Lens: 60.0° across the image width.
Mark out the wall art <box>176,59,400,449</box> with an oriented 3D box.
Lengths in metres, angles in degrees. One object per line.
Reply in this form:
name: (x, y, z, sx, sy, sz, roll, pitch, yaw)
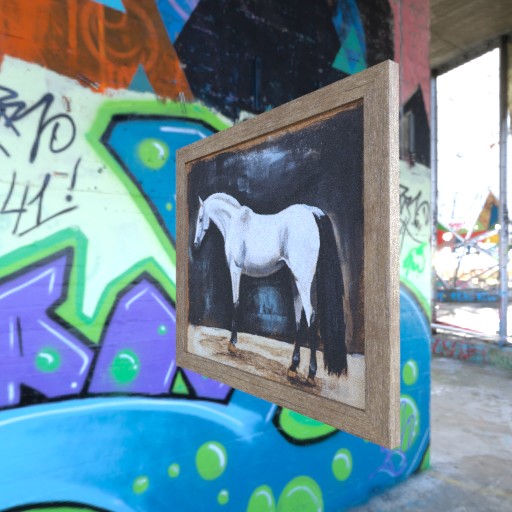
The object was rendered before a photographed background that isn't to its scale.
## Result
wall art: (0.000, 0.000, 0.947, 0.026, 0.588, 0.690, 1, -1, -38)
